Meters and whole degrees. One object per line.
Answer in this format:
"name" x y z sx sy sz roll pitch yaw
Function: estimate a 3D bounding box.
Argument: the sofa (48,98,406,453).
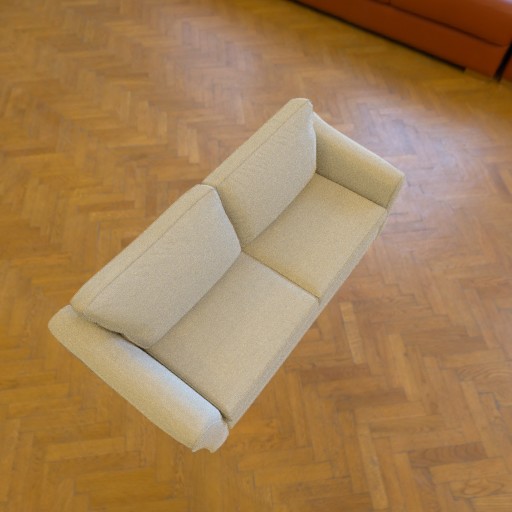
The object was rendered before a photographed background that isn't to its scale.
"sofa" 0.000 0.000 2.795 0.980 0.965 2.270 32 62 19
